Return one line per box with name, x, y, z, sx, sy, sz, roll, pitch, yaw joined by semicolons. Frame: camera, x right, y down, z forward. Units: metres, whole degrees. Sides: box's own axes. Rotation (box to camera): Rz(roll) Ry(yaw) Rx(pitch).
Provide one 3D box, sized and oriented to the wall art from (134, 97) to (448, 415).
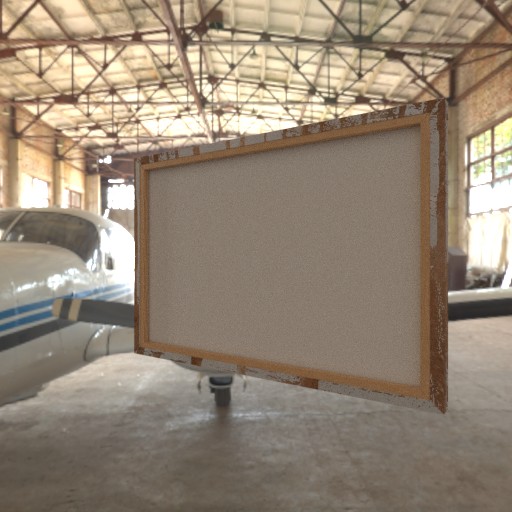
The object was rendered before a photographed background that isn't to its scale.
wall art;0.000;0.000;1.131;0.914;0.609;0.035;0;0;36
